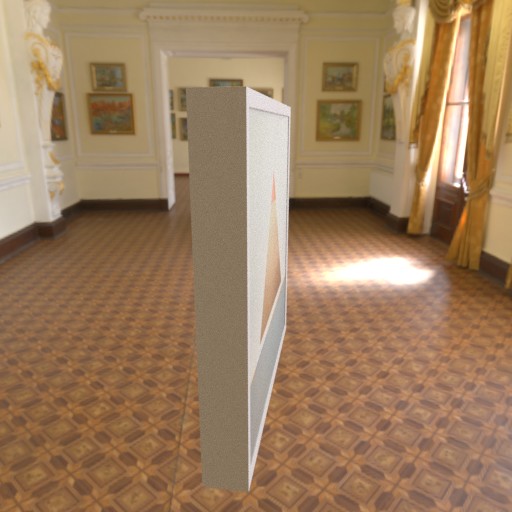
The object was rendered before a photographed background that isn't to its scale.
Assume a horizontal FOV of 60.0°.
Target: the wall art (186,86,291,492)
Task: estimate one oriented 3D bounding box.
[{"bbox_3d":[0.000,0.000,0.459,0.038,0.304,0.305,3,16,9],"label":"wall art"}]
